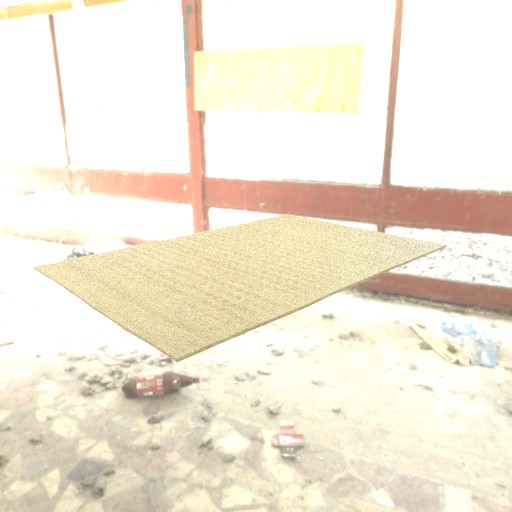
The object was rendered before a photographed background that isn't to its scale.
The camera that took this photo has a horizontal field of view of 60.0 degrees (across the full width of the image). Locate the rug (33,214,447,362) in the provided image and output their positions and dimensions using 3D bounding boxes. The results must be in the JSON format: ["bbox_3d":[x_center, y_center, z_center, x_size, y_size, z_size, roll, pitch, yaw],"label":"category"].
[{"bbox_3d":[0.000,0.000,2.917,2.297,0.018,1.532,-16,23,-42],"label":"rug"}]
